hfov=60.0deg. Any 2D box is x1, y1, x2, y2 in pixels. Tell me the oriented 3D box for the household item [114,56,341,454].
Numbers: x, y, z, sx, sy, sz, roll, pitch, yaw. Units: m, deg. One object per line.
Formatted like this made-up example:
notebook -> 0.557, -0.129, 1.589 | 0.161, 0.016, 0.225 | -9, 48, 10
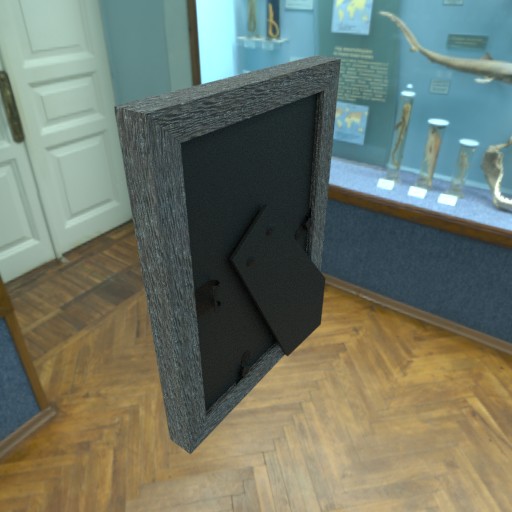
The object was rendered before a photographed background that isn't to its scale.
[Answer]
household item -> 0.000, 0.000, 0.237 | 0.020, 0.180, 0.133 | 22, 39, 30
